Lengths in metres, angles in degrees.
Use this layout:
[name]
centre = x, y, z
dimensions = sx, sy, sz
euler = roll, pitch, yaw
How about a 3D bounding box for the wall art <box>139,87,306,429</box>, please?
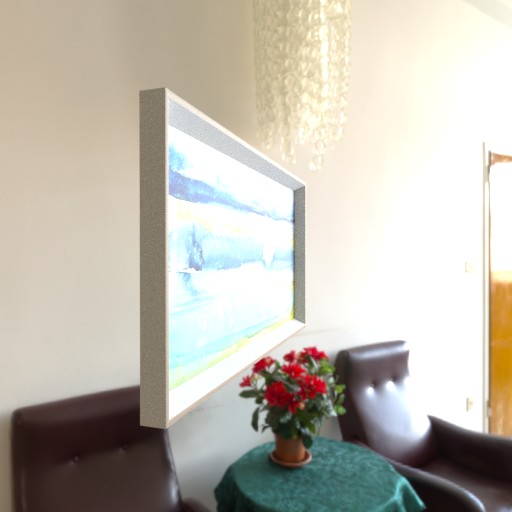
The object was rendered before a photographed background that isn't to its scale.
[wall art]
centre = 0.000, 0.000, 0.948
dimensions = 0.038, 0.431, 0.812
euler = 0, 1, 19
